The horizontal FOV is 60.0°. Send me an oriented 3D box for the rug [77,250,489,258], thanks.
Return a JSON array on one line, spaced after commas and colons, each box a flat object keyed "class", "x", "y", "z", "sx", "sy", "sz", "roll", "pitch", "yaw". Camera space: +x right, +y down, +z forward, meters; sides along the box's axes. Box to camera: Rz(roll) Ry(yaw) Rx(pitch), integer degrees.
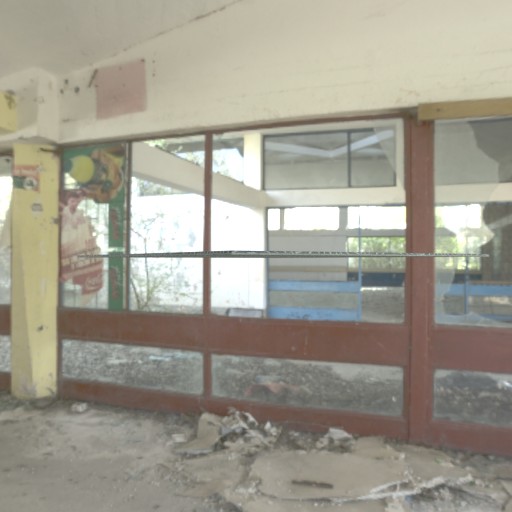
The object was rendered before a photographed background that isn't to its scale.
[{"class": "rug", "x": 0.000, "y": 0.000, "z": 4.099, "sx": 2.456, "sy": 0.021, "sz": 3.042, "roll": 0, "pitch": -1, "yaw": -35}]
